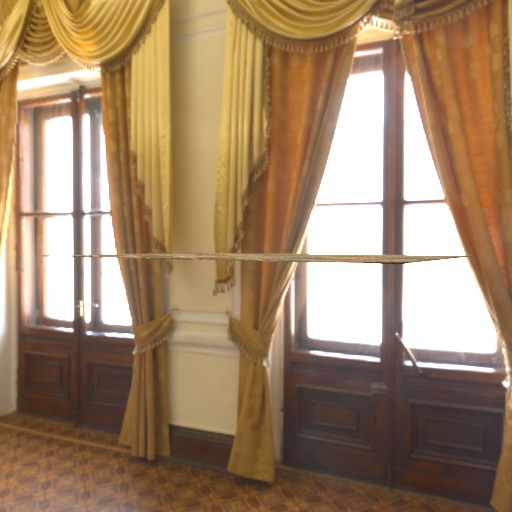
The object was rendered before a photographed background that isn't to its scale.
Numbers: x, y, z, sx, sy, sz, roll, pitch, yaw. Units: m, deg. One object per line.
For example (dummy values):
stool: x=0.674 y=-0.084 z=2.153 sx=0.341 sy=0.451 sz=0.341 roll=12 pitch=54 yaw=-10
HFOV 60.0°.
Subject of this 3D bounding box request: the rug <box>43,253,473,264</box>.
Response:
rug: x=0.000 y=0.000 z=2.824 sx=2.284 sy=0.006 sz=1.521 roll=1 pitch=1 yaw=35
